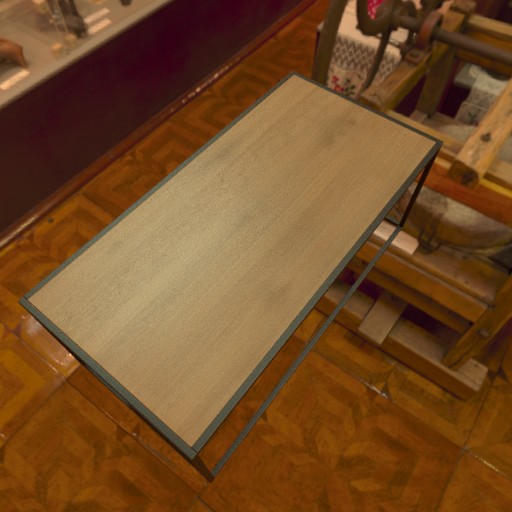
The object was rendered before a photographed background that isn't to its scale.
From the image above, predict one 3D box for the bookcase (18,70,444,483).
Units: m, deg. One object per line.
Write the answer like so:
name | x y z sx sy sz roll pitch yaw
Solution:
bookcase | 0.000 0.000 1.232 0.500 0.400 1.000 34 64 19
